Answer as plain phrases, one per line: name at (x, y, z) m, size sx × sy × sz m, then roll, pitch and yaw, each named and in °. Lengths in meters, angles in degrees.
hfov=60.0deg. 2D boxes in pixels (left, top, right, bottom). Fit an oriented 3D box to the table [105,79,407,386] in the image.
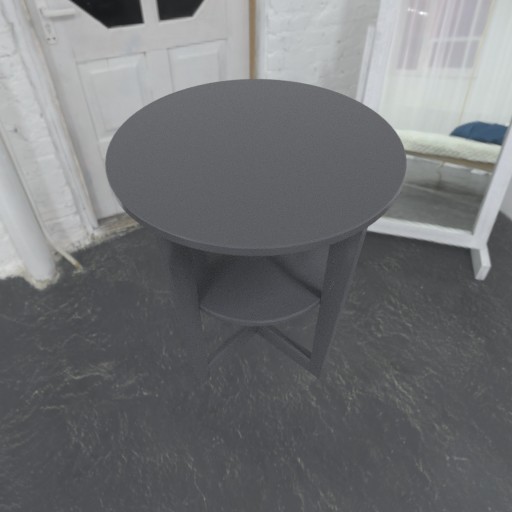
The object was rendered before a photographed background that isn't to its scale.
table at (0.000, 0.000, 0.950) m, size 0.500 × 0.550 × 0.500 m, roll 0°, pitch 46°, yaw 0°
